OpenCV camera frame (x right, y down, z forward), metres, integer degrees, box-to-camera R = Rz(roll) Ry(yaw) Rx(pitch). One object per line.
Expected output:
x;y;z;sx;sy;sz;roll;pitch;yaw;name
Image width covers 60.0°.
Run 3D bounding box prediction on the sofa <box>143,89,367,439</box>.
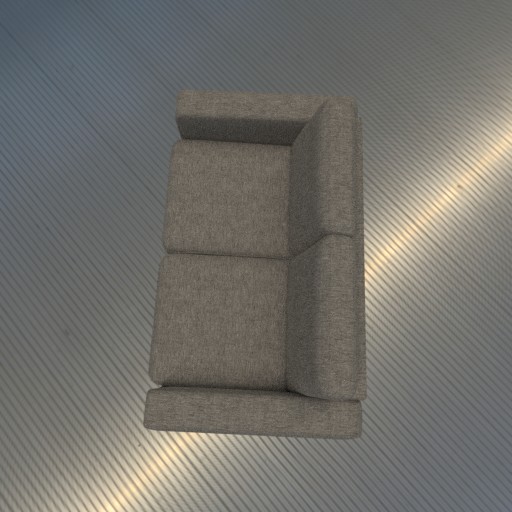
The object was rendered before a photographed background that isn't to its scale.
0.000;0.000;2.045;0.900;0.800;1.520;3;75;1;sofa
